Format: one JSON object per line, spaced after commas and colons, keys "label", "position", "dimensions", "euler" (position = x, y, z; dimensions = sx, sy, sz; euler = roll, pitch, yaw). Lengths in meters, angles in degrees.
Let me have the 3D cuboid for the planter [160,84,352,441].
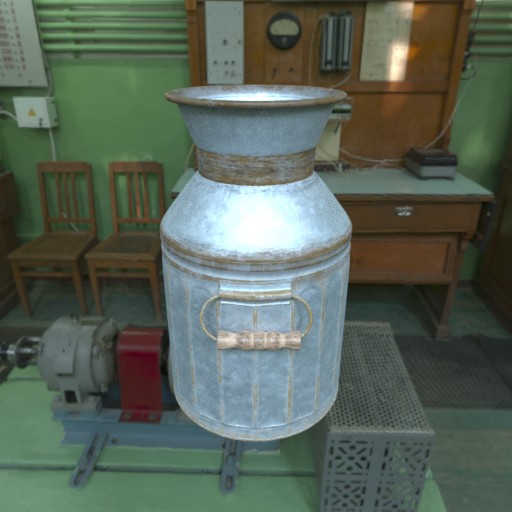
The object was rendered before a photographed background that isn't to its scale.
{"label": "planter", "position": [0.000, 0.000, 0.512], "dimensions": [0.215, 0.358, 0.248], "euler": [0, 25, 0]}
